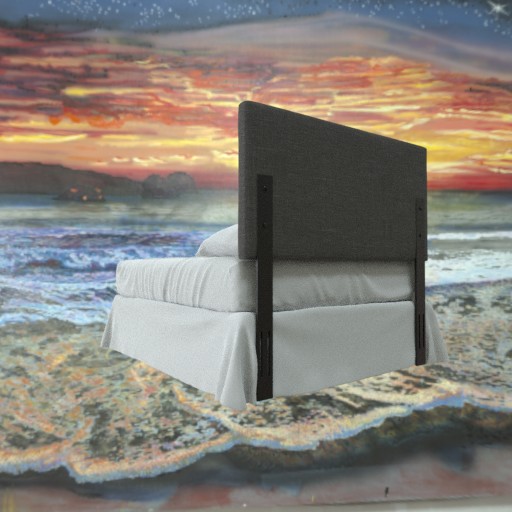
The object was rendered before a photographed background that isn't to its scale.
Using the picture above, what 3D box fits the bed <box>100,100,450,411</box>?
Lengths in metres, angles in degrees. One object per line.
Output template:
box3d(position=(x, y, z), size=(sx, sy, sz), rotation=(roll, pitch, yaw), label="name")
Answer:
box3d(position=(0.000, 0.000, 3.576), size=(1.936, 1.577, 2.222), rotation=(1, -2, -36), label="bed")
